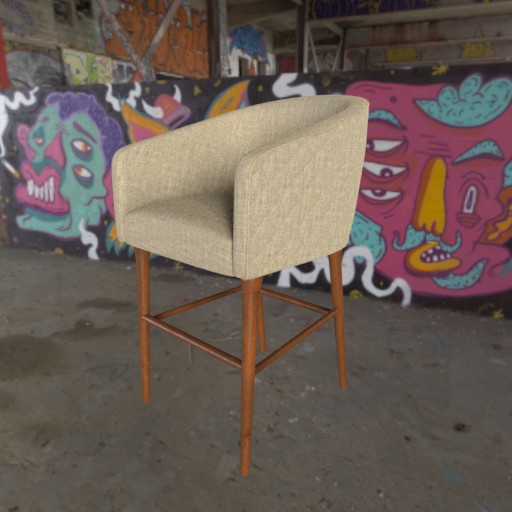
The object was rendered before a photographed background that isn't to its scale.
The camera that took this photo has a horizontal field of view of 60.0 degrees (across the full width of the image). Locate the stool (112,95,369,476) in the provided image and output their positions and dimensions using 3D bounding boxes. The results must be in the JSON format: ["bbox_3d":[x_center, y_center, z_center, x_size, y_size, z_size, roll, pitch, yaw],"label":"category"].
[{"bbox_3d":[0.000,0.000,1.347,0.559,0.952,0.635,14,21,42],"label":"stool"}]
